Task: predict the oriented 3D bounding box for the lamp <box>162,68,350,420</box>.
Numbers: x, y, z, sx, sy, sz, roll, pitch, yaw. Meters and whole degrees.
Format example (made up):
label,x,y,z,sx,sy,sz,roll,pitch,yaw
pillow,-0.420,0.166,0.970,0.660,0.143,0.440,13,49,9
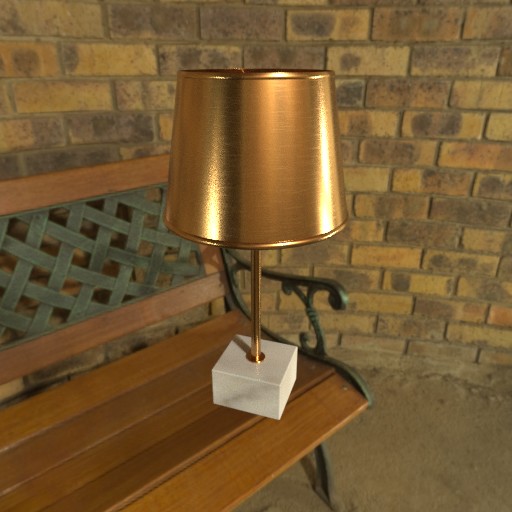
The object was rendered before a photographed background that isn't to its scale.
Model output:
label,x,y,z,sx,sy,sz,roll,pitch,yaw
lamp,0.000,0.000,0.526,0.208,0.406,0.208,0,24,0
